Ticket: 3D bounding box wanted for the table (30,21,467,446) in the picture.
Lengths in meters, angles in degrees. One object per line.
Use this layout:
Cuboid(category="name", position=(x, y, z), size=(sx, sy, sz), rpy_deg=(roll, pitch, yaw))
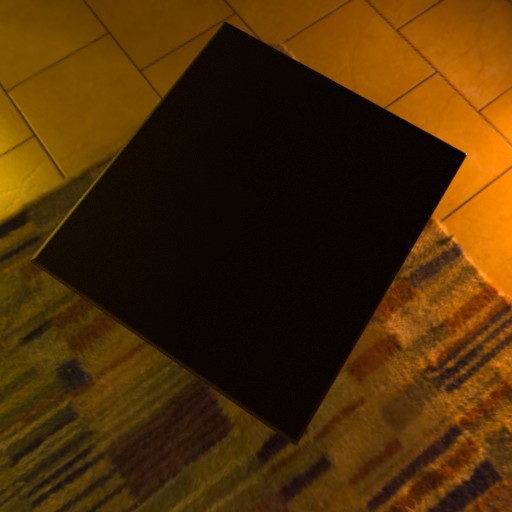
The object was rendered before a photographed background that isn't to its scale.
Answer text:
Cuboid(category="table", position=(0.000, 0.000, 0.913), size=(0.442, 0.565, 0.488), rpy_deg=(32, 77, 8))
